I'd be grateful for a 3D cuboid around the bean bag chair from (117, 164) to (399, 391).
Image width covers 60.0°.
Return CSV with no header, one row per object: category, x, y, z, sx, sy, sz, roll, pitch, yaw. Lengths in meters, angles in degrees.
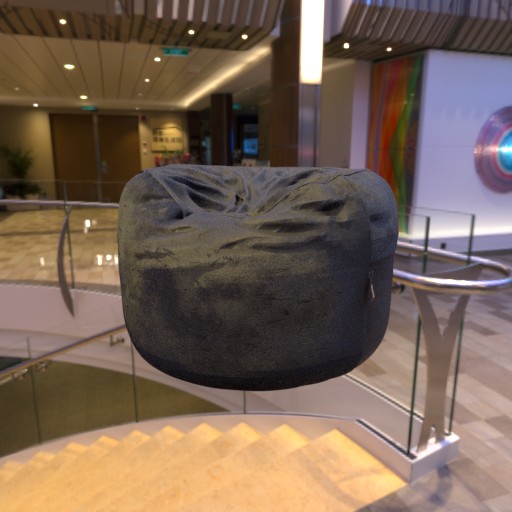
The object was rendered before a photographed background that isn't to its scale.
bean bag chair,0.000,0.000,1.511,0.918,0.605,0.918,0,13,0
